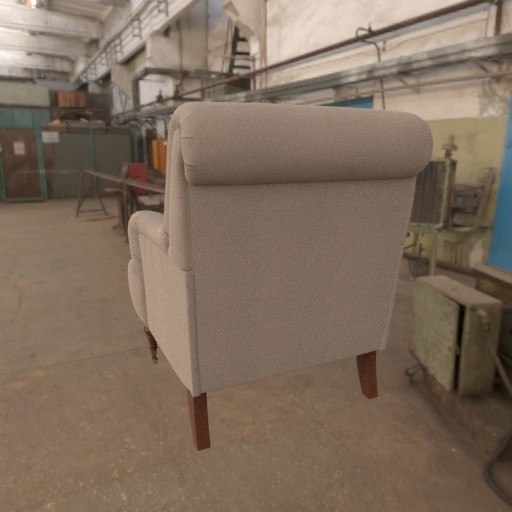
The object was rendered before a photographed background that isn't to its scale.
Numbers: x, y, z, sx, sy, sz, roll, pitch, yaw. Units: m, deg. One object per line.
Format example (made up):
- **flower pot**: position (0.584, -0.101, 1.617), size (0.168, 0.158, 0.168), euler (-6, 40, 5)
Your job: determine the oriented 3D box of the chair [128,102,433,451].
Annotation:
- **chair**: position (0.000, 0.000, 1.538), size (0.766, 0.942, 0.842), euler (-6, 15, -25)
